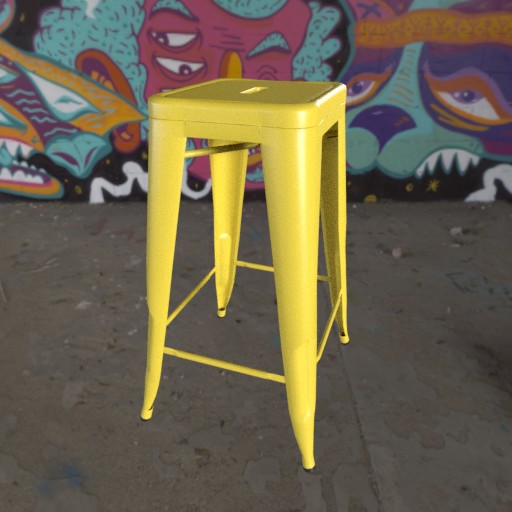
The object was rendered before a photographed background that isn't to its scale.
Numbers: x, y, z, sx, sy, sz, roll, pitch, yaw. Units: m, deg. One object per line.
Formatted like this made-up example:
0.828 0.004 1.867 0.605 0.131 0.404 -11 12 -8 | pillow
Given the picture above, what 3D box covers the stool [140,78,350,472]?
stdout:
0.000 0.000 0.855 0.359 0.609 0.399 9 29 17 | stool
